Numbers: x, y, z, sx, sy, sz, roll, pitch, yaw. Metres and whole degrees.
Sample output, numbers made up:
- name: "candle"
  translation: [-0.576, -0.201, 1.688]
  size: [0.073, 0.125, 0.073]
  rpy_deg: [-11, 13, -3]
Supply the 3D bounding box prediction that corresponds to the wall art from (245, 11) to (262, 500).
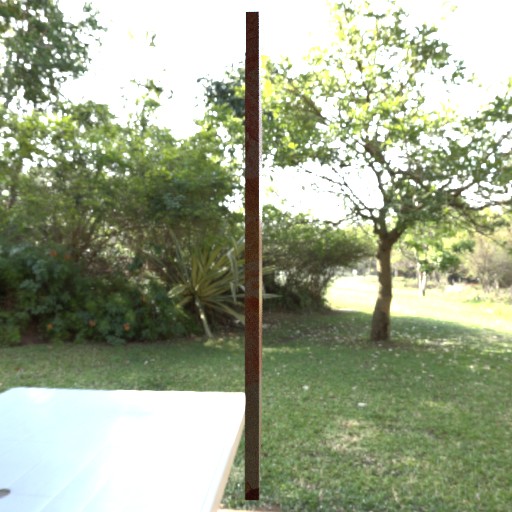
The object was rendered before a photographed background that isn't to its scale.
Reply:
- name: "wall art"
  translation: [0.000, 0.000, 1.298]
  size: [0.031, 1.015, 0.762]
  rpy_deg: [0, 0, 1]
